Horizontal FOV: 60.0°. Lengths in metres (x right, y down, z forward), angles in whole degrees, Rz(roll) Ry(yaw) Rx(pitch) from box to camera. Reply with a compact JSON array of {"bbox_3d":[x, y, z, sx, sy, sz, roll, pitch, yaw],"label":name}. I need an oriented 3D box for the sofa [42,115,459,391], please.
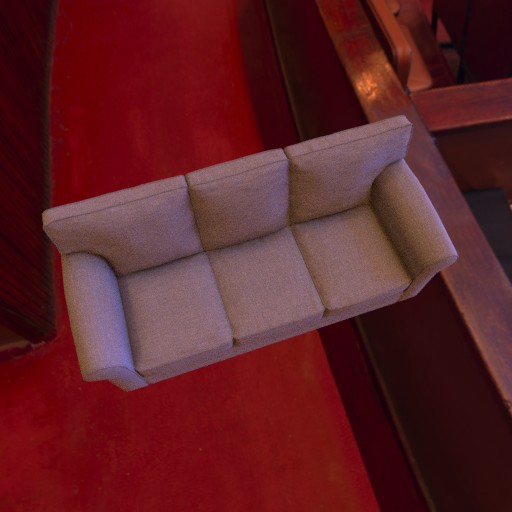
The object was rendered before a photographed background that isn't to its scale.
[{"bbox_3d":[0.000,0.000,2.594,2.084,0.961,0.916,-17,65,-8],"label":"sofa"}]
